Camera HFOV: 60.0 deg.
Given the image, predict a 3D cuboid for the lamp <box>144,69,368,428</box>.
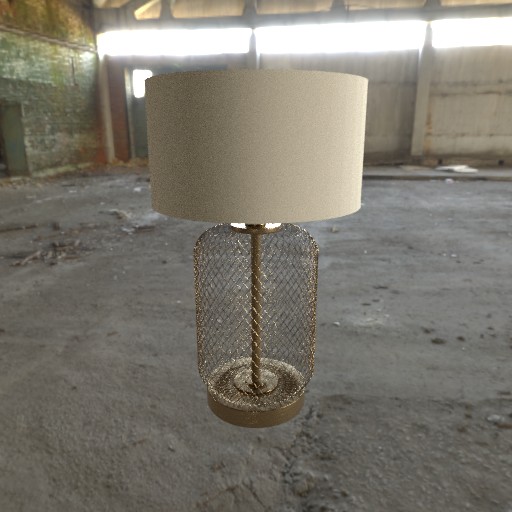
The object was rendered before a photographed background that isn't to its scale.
[{"bbox_3d":[0.000,0.000,0.792,0.353,0.578,0.353,0,16,0],"label":"lamp"}]
